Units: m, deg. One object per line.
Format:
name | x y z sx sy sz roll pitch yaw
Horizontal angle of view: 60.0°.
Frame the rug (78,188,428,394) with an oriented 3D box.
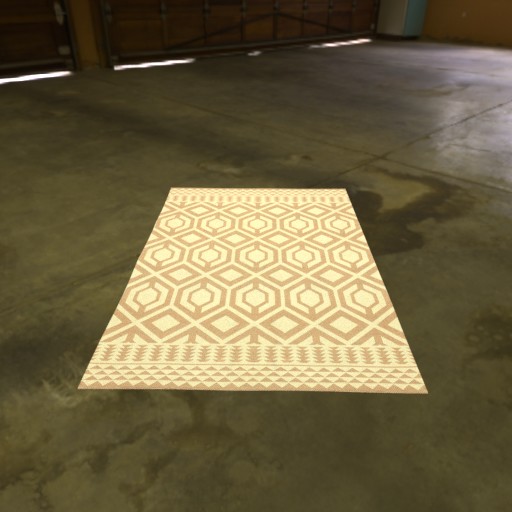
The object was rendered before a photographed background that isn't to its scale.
rug | 0.000 0.000 2.324 1.219 0.008 1.829 0 31 1
